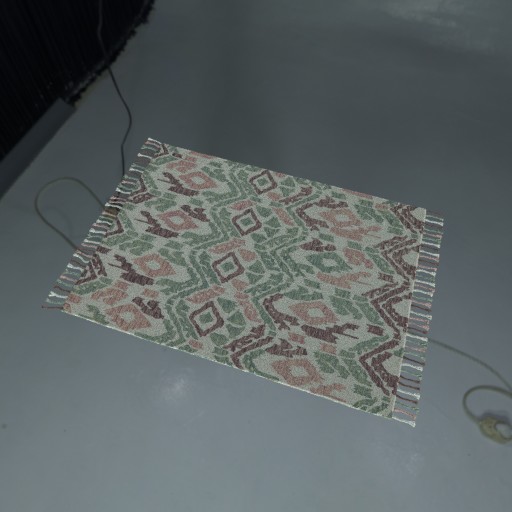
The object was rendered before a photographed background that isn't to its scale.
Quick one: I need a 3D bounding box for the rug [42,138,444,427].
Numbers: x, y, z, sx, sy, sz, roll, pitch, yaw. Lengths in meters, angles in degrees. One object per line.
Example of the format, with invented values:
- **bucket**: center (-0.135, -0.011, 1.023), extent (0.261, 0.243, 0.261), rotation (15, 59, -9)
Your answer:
- **rug**: center (0.000, 0.000, 2.320), extent (1.829, 0.010, 1.219), rotation (16, 60, 9)
